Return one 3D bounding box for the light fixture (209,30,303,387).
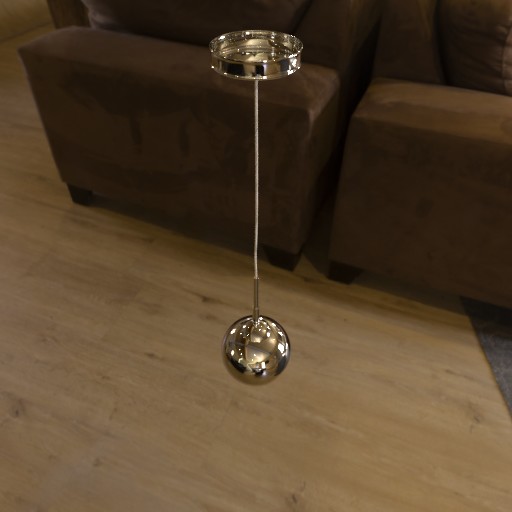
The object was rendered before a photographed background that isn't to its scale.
[{"bbox_3d":[0.000,0.000,1.705,0.336,1.538,0.336,28,50,27],"label":"light fixture"}]
